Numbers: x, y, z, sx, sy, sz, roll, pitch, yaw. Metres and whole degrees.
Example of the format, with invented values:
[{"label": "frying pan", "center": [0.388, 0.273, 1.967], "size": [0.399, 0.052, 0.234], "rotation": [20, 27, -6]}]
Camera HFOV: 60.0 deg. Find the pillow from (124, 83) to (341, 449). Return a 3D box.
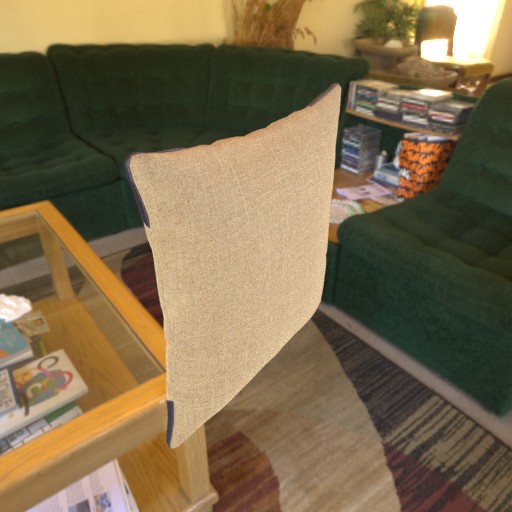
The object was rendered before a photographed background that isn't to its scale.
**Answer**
[{"label": "pillow", "center": [0.000, 0.000, 0.682], "size": [0.147, 0.441, 0.440], "rotation": [20, 37, 29]}]
